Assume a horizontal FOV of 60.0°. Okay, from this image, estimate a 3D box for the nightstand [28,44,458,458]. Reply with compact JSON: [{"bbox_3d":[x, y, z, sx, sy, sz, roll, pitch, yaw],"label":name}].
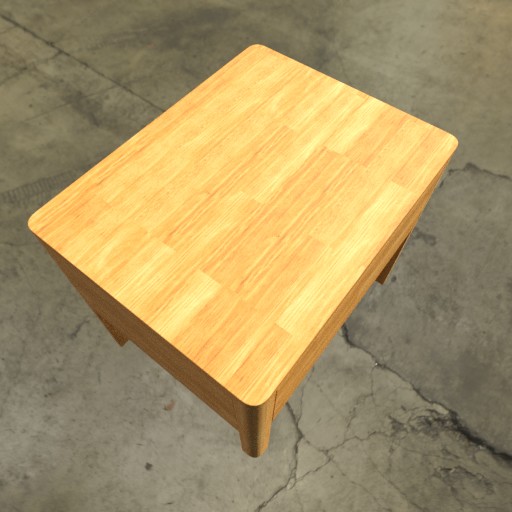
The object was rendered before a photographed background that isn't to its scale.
[{"bbox_3d":[0.000,0.000,0.899,0.440,0.470,0.560,34,64,19],"label":"nightstand"}]
